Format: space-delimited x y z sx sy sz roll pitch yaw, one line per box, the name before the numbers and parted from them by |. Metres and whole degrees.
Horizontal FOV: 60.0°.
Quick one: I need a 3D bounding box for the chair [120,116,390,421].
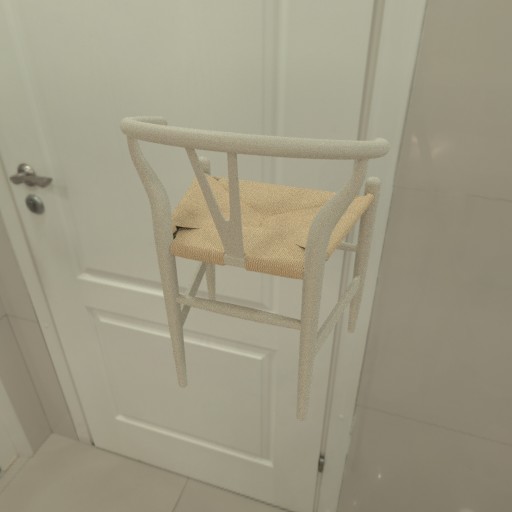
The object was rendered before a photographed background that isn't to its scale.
chair | 0.000 0.000 1.064 0.533 0.736 0.500 10 34 16
